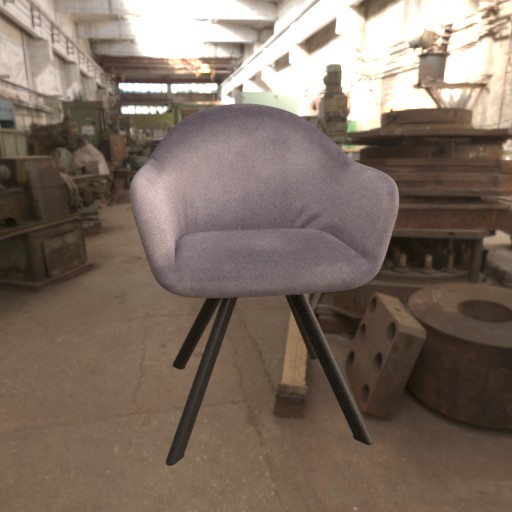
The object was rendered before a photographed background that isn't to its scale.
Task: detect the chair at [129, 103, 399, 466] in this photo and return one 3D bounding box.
[{"bbox_3d":[0.000,0.000,1.149,0.570,0.780,0.540,-2,15,-8],"label":"chair"}]
